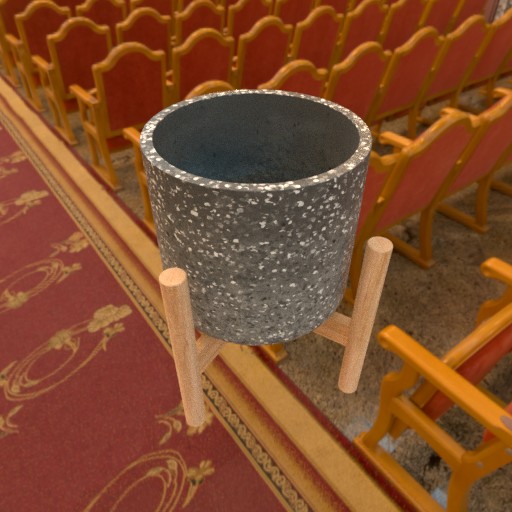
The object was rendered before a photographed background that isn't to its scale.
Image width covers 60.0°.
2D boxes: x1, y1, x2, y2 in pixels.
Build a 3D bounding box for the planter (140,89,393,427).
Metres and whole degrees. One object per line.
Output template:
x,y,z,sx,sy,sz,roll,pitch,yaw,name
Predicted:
0.000,0.000,0.534,0.284,0.320,0.284,-25,46,-27,planter
